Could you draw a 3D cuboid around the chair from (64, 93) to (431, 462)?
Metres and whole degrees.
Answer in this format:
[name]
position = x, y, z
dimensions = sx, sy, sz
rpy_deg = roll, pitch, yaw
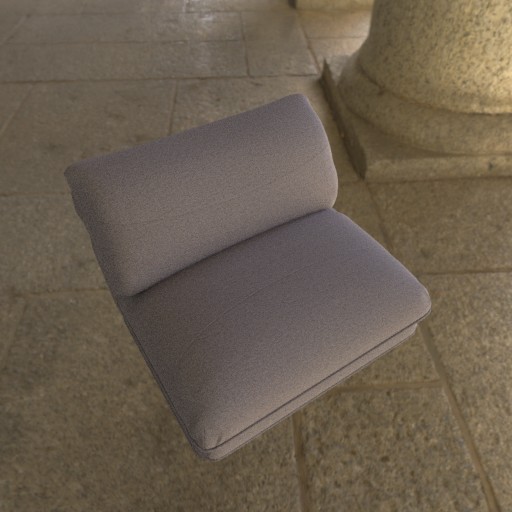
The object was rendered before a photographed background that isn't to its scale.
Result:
[chair]
position = 0.000, 0.000, 1.330
dimensions = 0.820, 0.580, 0.780
rpy_deg = -25, 51, -22
